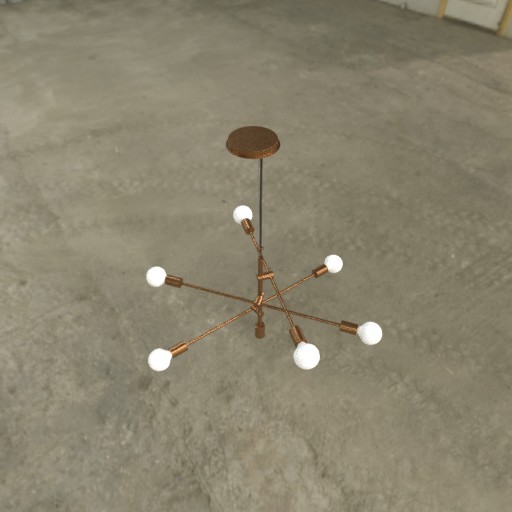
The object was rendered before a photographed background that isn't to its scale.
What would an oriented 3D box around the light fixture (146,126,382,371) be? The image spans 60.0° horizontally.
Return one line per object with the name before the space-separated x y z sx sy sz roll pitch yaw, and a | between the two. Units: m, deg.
light fixture | 0.000 0.000 1.247 0.682 0.744 0.637 -5 45 -5
